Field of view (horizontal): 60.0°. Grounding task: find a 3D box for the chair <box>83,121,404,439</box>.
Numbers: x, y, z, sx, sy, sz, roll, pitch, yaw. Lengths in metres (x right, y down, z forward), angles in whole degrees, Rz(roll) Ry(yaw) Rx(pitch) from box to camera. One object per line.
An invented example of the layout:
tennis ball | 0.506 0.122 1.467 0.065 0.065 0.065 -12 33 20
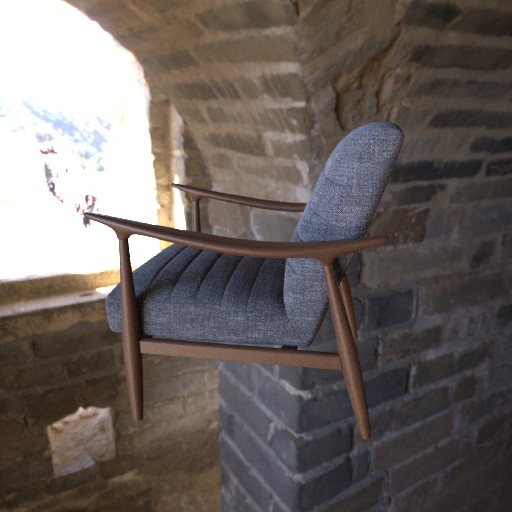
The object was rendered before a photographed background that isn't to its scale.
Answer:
chair | 0.000 0.000 1.449 0.798 0.832 0.741 2 16 9
